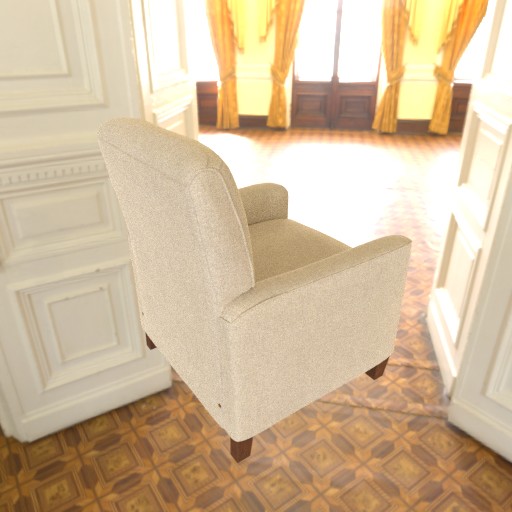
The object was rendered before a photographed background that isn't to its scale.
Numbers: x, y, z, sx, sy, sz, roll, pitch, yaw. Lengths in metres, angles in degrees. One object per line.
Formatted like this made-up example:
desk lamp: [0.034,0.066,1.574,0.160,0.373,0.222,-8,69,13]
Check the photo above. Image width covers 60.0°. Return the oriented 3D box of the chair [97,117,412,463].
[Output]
chair: [0.000,0.000,1.673,0.859,1.023,0.845,-18,32,-31]
